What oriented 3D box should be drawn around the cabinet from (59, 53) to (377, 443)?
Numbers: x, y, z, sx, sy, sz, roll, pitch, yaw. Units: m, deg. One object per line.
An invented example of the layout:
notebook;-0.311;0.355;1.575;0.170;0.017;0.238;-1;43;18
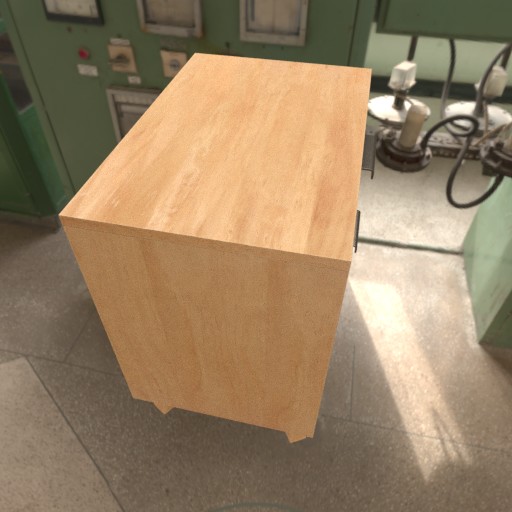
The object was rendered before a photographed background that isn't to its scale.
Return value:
cabinet;0.000;0.000;0.937;0.394;0.599;0.551;9;46;9
